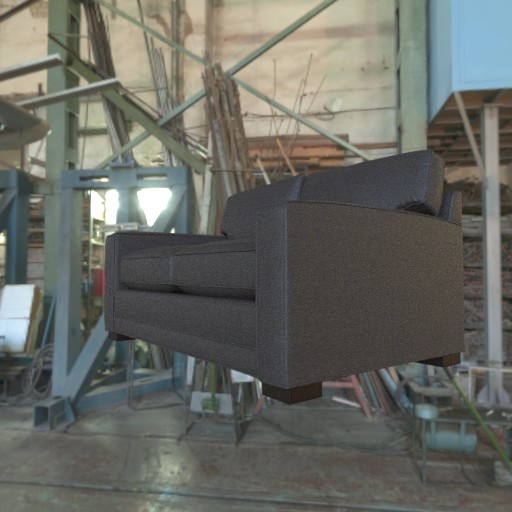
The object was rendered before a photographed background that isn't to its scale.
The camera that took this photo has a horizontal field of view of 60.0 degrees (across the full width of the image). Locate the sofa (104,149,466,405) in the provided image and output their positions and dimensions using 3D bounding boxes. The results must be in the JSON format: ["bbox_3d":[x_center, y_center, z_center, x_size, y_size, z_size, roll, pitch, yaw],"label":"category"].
[{"bbox_3d":[0.000,0.000,2.119,0.974,0.887,1.534,1,-2,-37],"label":"sofa"}]
